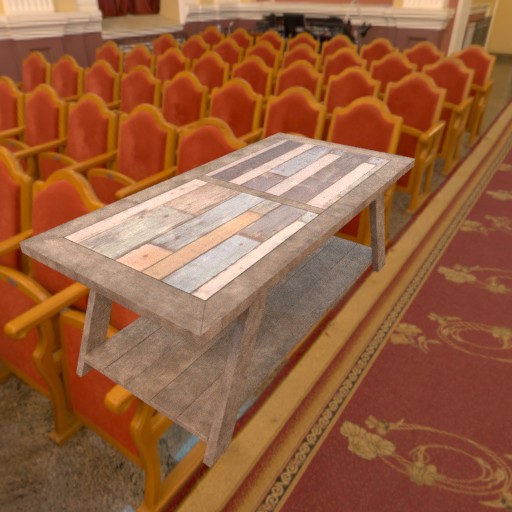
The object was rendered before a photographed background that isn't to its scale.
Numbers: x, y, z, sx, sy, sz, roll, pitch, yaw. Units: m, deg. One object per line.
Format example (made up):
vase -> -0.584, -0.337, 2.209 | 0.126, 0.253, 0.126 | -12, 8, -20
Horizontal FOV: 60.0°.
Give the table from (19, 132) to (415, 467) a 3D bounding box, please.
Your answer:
table -> 0.000, 0.000, 1.521 | 0.610, 0.470, 1.219 | 20, 37, 30
